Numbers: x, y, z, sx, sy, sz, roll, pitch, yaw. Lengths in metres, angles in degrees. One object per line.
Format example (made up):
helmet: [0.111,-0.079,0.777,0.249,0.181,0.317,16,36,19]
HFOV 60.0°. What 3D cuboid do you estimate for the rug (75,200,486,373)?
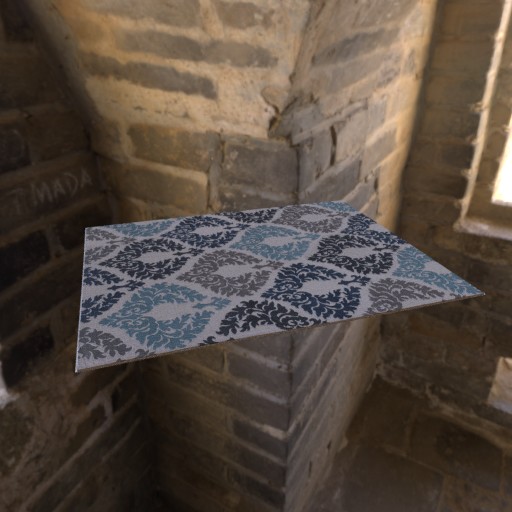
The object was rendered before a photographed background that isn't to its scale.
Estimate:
rug: [0.000,0.000,4.105,3.040,0.014,2.423,-8,27,-16]
